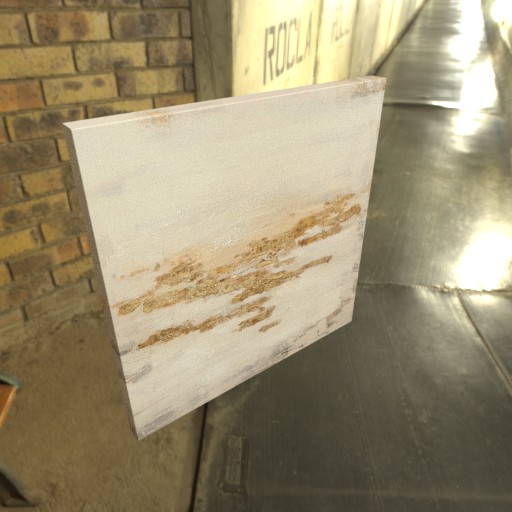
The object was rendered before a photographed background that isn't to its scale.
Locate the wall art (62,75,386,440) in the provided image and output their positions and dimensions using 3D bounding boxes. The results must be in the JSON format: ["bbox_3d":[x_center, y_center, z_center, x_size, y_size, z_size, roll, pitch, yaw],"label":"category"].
[{"bbox_3d":[0.000,0.000,0.884,0.611,0.613,0.040,-21,37,-31],"label":"wall art"}]
